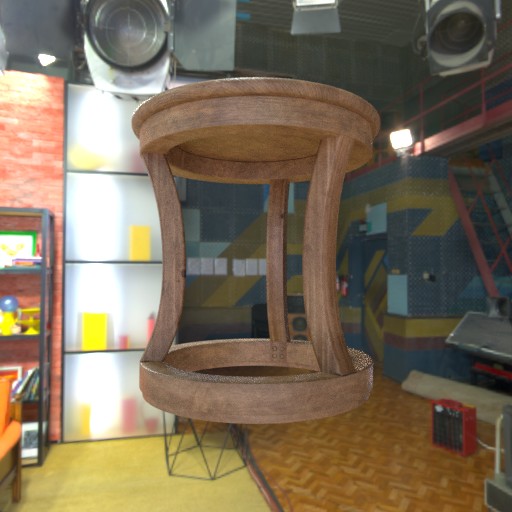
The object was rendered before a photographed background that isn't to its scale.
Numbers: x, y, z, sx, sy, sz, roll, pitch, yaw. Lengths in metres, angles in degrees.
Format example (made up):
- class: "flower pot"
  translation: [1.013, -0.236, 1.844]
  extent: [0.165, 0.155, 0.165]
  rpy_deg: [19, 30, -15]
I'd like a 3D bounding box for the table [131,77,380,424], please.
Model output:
- class: "table"
  translation: [0.000, 0.000, 0.790]
  extent: [0.432, 0.460, 0.432]
  rpy_deg: [0, -2, 0]
